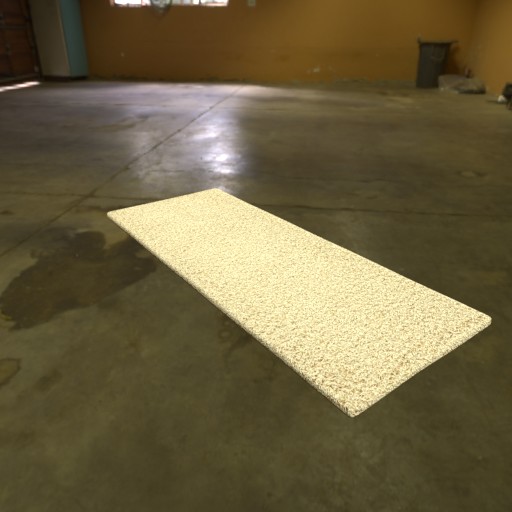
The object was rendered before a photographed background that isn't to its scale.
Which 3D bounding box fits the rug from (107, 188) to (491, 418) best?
[{"bbox_3d":[0.000,0.000,1.691,0.609,0.030,1.524,-19,32,-32],"label":"rug"}]
